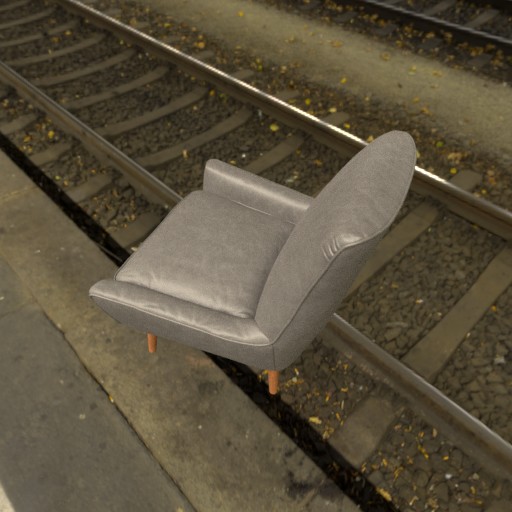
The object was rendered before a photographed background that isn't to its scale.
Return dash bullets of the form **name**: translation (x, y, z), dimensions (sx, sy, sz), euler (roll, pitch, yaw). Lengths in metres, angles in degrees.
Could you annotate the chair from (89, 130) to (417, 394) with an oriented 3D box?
- **chair**: translation (0.000, 0.000, 1.508), dimensions (0.822, 0.888, 0.787), euler (19, 50, 17)
